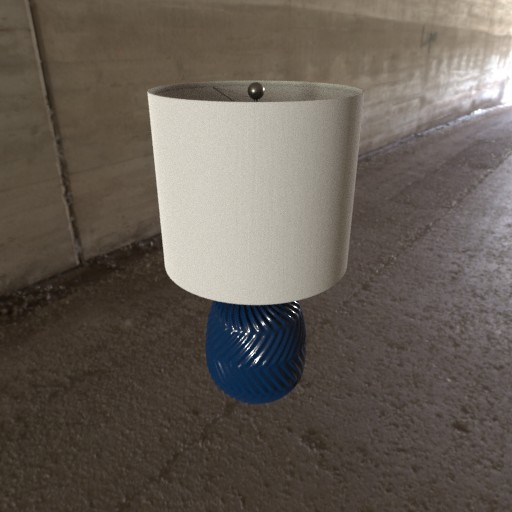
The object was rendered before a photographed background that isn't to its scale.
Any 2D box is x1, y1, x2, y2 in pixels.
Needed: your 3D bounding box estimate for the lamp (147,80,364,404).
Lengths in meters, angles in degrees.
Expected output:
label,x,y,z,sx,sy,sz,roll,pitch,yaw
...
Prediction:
label,x,y,z,sx,sy,sz,roll,pitch,yaw
lamp,0.000,0.000,0.502,0.203,0.368,0.203,0,26,1
